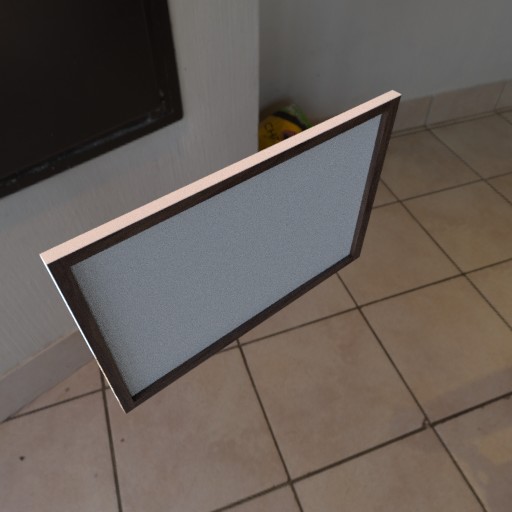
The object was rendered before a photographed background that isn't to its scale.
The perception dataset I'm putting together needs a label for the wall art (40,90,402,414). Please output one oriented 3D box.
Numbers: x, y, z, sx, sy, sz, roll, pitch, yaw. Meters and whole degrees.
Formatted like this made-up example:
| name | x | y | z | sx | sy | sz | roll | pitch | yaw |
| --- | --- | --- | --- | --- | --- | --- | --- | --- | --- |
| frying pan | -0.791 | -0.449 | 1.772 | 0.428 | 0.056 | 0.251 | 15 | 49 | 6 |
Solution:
| name | x | y | z | sx | sy | sz | roll | pitch | yaw |
| --- | --- | --- | --- | --- | --- | --- | --- | --- | --- |
| wall art | 0.000 | 0.000 | 1.929 | 1.520 | 1.016 | 0.051 | -30 | 55 | -25 |
